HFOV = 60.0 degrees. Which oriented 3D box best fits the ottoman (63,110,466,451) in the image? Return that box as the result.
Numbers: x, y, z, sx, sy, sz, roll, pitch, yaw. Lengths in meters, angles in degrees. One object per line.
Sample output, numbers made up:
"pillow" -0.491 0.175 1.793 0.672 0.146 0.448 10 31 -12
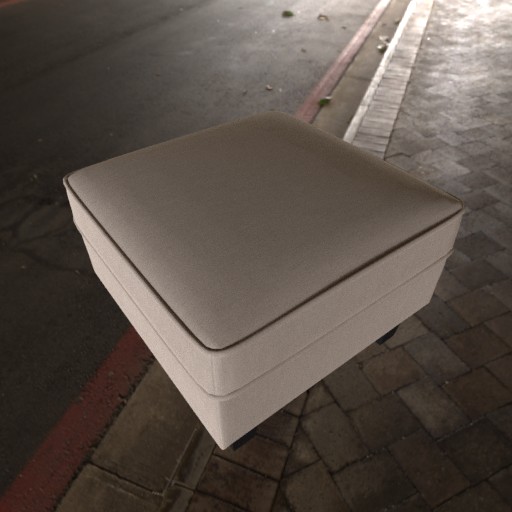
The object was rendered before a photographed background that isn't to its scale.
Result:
"ottoman" 0.000 0.000 1.012 0.616 0.438 0.613 -26 47 -27
